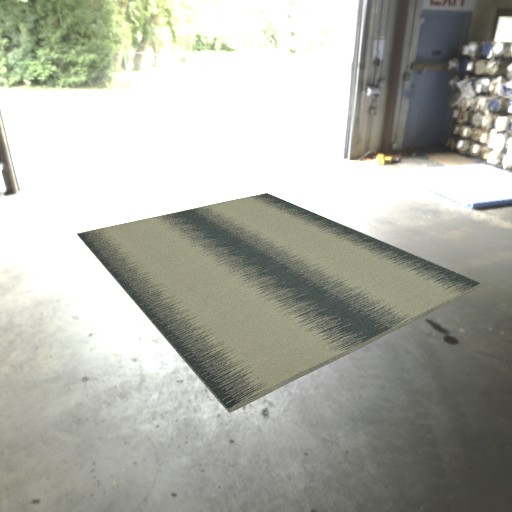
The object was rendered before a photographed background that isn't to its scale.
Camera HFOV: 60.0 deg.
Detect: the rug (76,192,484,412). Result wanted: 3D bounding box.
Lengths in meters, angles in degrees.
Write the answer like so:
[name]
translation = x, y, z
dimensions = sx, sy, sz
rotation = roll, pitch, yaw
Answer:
[rug]
translation = 0.000, 0.000, 4.112
dimensions = 2.453, 0.004, 3.037
rotation = -17, 30, -31
